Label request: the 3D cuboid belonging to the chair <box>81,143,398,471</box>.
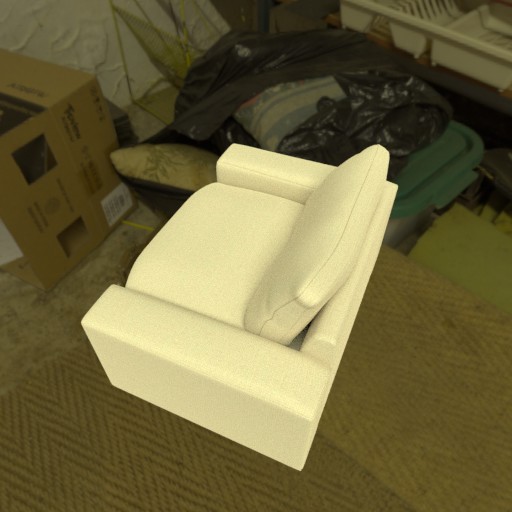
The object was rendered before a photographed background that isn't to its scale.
[{"bbox_3d":[0.000,0.000,2.130,1.039,0.915,1.398,18,50,16],"label":"chair"}]
